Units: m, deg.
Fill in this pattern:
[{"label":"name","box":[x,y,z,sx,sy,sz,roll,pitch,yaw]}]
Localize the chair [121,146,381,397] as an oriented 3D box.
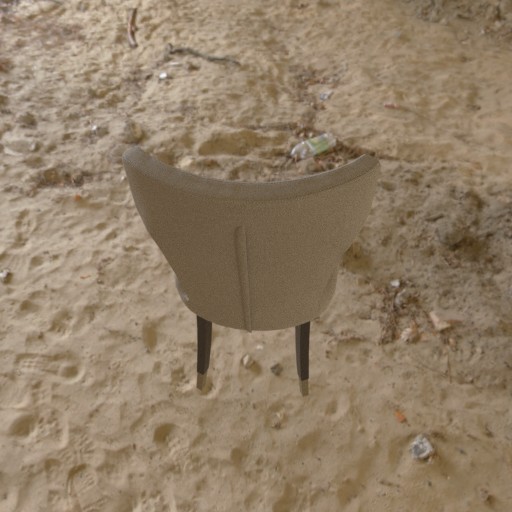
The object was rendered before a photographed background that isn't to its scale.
[{"label":"chair","box":[0.000,0.000,1.328,0.526,0.955,0.630,3,46,3]}]
